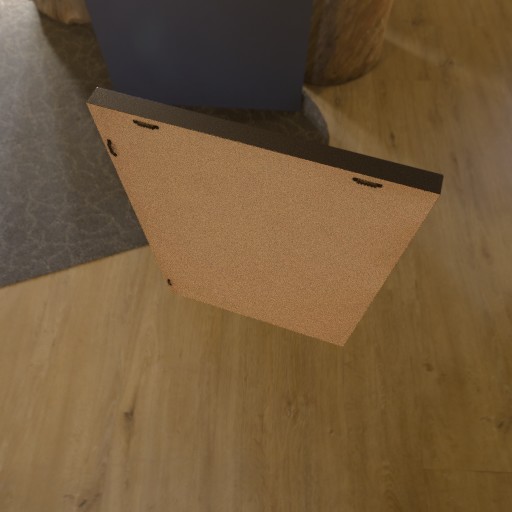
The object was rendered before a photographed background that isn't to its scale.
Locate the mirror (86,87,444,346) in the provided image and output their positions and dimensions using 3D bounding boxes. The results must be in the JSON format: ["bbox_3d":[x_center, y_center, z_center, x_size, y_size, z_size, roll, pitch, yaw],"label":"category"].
[{"bbox_3d":[0.000,0.000,0.925,0.507,0.710,0.039,17,64,8],"label":"mirror"}]
